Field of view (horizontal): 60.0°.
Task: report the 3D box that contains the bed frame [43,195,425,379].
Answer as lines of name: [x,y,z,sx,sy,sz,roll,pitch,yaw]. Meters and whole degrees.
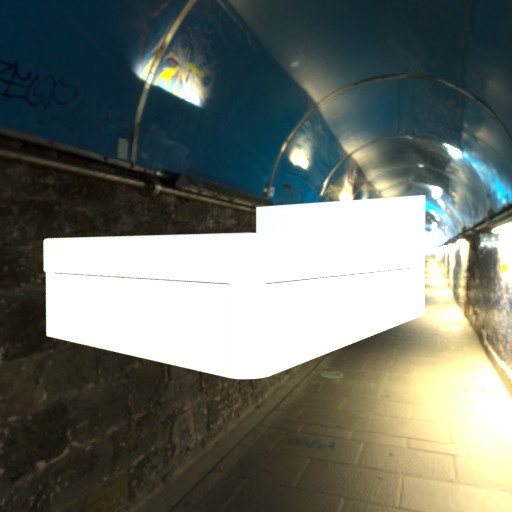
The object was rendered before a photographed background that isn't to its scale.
bed frame: [0.000,0.000,2.631,1.400,0.800,1.900,1,1,37]
